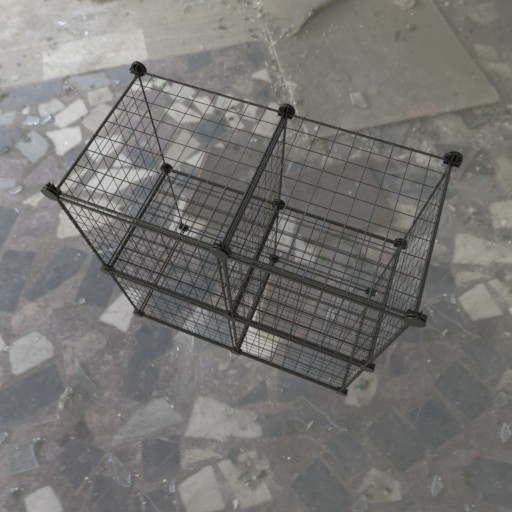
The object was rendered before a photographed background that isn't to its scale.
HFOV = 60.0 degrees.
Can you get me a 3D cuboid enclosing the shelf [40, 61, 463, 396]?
[{"bbox_3d":[0.000,0.000,1.137,0.711,0.711,0.356,19,65,9],"label":"shelf"}]
